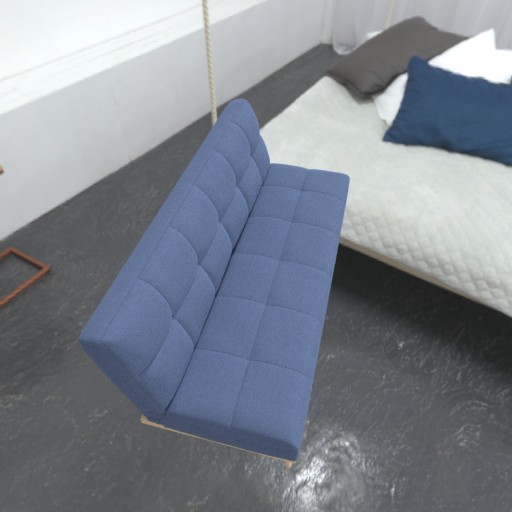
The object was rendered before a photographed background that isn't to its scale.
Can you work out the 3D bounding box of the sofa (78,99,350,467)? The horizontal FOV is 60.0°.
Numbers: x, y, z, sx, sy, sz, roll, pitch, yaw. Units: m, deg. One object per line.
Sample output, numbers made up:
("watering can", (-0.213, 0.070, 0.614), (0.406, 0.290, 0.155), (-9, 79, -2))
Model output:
("sofa", (0.000, 0.000, 2.269), (0.796, 0.800, 1.800), (11, 47, 10))
